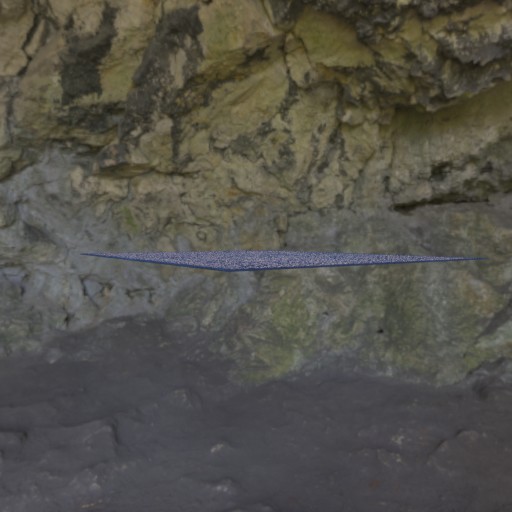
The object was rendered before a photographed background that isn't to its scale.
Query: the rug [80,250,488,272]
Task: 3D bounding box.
[{"bbox_3d":[0.000,0.000,4.120,2.438,0.010,3.048,-2,3,-35],"label":"rug"}]
